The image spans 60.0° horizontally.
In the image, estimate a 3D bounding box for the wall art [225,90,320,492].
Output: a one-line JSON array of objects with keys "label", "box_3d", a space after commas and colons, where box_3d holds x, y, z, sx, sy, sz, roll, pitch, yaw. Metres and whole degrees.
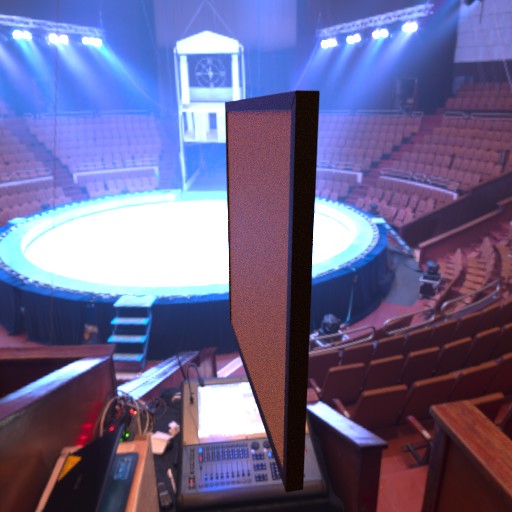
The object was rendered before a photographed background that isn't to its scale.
[{"label": "wall art", "box_3d": [0.000, 0.000, 1.137, 0.037, 0.763, 0.763, -4, 18, -11]}]
